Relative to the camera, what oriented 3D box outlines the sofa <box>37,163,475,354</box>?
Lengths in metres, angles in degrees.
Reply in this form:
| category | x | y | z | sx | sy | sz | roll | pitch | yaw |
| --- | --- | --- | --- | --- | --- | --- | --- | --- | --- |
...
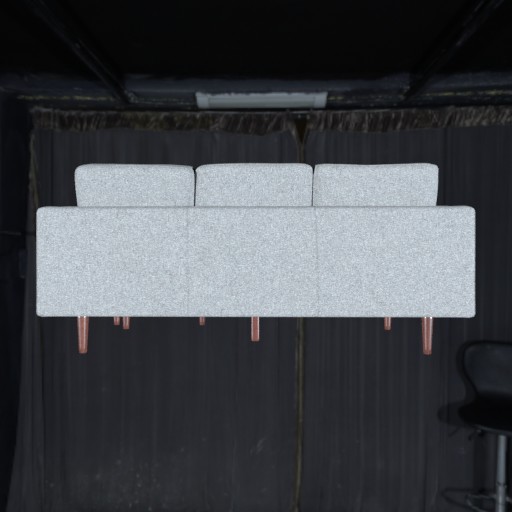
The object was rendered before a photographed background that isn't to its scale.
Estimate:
| category | x | y | z | sx | sy | sz | roll | pitch | yaw |
| --- | --- | --- | --- | --- | --- | --- | --- | --- | --- |
| sofa | 0.000 | 0.000 | 2.887 | 2.055 | 0.957 | 1.667 | 0 | 0 | 1 |
